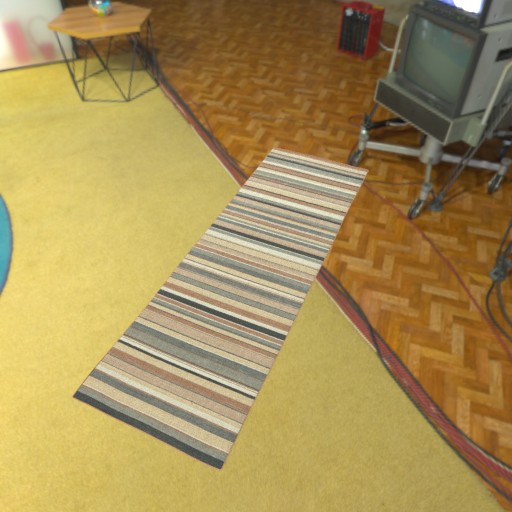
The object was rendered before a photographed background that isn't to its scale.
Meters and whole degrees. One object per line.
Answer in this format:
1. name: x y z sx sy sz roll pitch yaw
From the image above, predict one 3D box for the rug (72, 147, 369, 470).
1. rug: 0.000 0.000 2.750 0.799 0.010 2.444 18 47 17
